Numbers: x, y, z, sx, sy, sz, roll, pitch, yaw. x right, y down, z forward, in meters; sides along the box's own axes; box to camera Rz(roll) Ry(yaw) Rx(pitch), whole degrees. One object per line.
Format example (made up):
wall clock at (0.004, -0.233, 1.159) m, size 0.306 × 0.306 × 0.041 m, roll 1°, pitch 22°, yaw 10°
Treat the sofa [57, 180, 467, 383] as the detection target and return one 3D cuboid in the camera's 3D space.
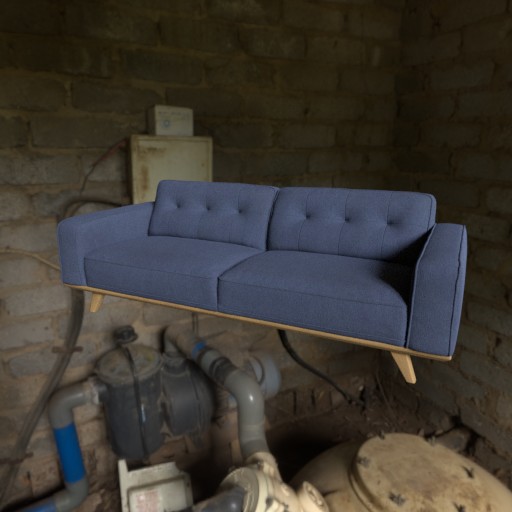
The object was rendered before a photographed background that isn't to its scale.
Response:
sofa at (0.000, 0.000, 2.652) m, size 2.270 × 0.782 × 0.953 m, roll 7°, pitch 17°, yaw 25°
